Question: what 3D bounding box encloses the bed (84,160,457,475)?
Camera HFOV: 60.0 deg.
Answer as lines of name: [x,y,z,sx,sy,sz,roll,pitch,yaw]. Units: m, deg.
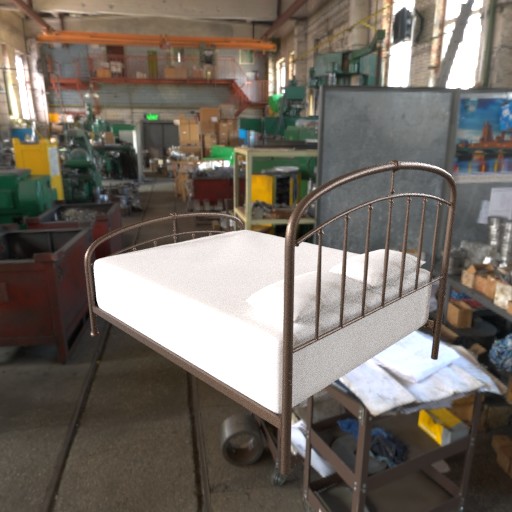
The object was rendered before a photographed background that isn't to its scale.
bed: [0.000,0.000,3.273,1.711,1.475,2.168,-15,21,-42]
